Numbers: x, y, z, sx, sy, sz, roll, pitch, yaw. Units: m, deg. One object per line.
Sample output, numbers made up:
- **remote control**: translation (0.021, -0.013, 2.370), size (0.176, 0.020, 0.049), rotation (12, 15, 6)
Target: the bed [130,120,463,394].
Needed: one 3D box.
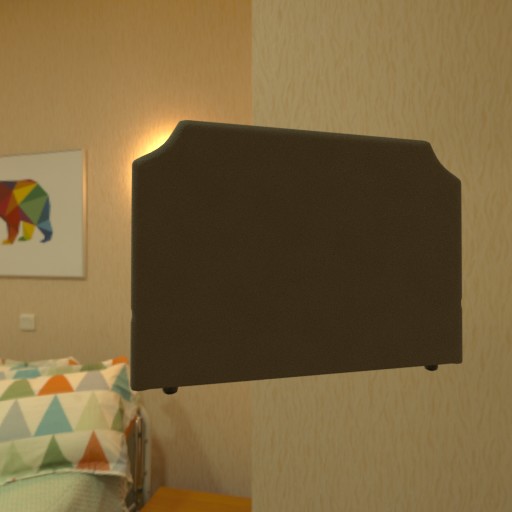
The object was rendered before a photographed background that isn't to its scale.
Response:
- **bed**: translation (0.000, 0.000, 3.292), size (1.831, 1.297, 2.181), rotation (0, 0, -17)
